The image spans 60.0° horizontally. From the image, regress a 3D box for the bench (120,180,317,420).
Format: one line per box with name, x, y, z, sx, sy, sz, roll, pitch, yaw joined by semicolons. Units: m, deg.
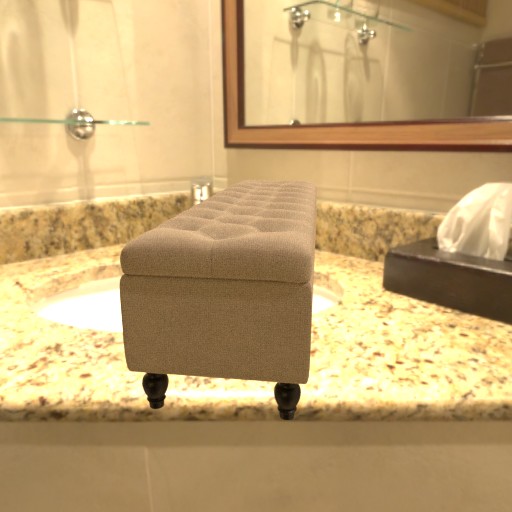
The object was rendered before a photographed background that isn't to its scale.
bench;0.000;0.000;1.733;0.455;0.467;1.480;2;15;8
